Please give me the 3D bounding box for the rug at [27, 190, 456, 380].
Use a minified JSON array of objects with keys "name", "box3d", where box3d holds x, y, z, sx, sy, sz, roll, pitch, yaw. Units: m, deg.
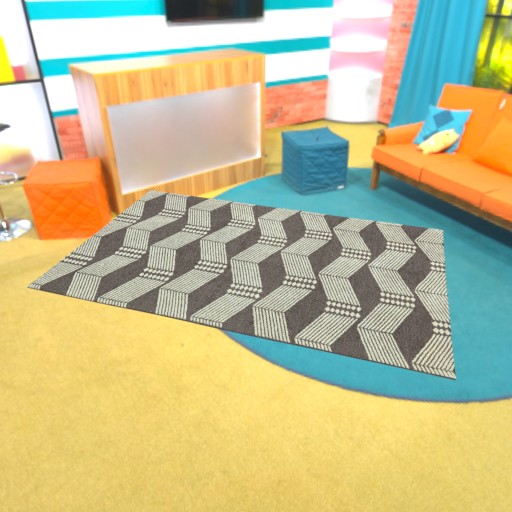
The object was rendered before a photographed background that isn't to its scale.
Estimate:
[{"name":"rug","box3d":[0.000,0.000,2.989,2.435,0.011,1.517,9,33,15]}]
